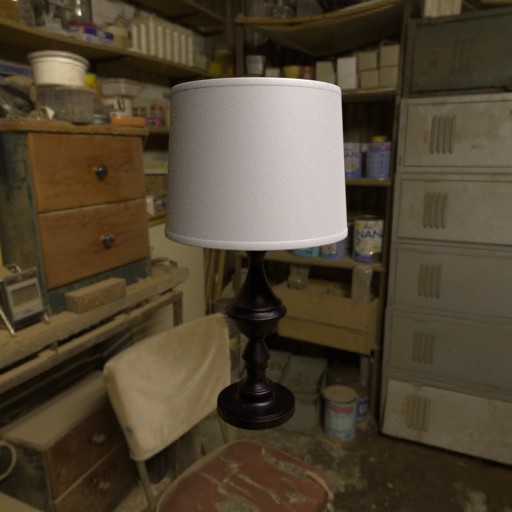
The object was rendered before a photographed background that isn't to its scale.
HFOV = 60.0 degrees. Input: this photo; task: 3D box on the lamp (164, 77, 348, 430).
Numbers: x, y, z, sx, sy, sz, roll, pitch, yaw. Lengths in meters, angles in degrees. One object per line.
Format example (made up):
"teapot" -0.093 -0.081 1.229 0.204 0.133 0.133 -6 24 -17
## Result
"lamp" 0.000 0.000 0.959 0.383 0.726 0.383 0 13 0
